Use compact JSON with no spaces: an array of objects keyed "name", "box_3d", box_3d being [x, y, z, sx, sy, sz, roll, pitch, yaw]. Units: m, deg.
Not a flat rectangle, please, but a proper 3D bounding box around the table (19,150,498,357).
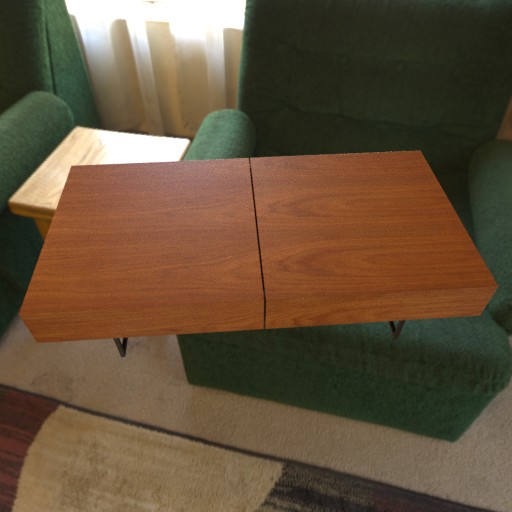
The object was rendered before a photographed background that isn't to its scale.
[{"name":"table","box_3d":[0.000,0.000,1.427,1.194,0.330,0.610,-3,47,-3]}]
